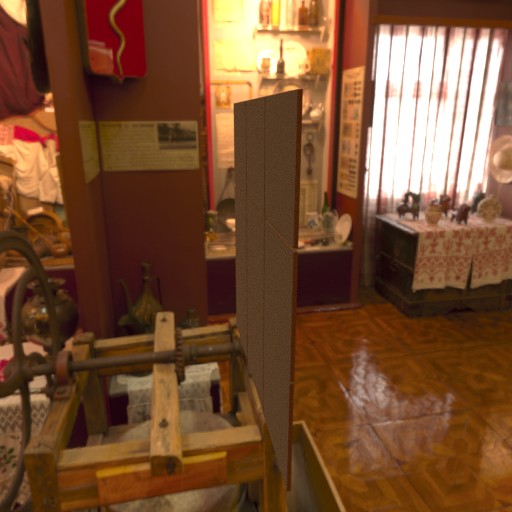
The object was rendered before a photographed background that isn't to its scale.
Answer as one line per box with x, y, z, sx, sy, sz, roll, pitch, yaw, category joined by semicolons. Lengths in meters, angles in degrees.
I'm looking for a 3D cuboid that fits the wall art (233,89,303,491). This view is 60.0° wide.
0.000;0.000;1.371;0.010;0.917;0.919;-3;18;-10;wall art
